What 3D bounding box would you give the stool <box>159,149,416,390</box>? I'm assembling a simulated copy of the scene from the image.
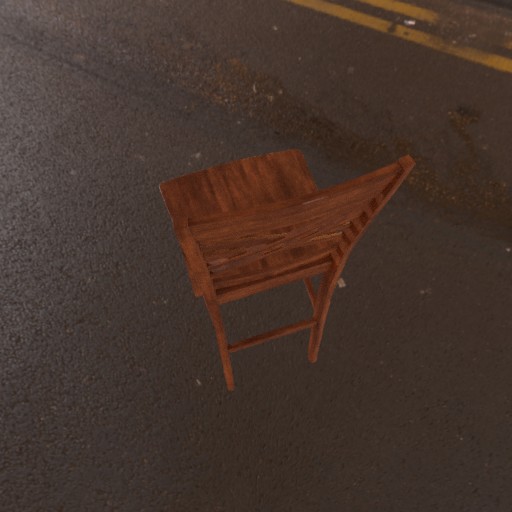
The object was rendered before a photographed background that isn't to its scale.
[{"bbox_3d":[0.000,0.000,1.318,0.433,1.105,0.487,-16,60,-10],"label":"stool"}]
